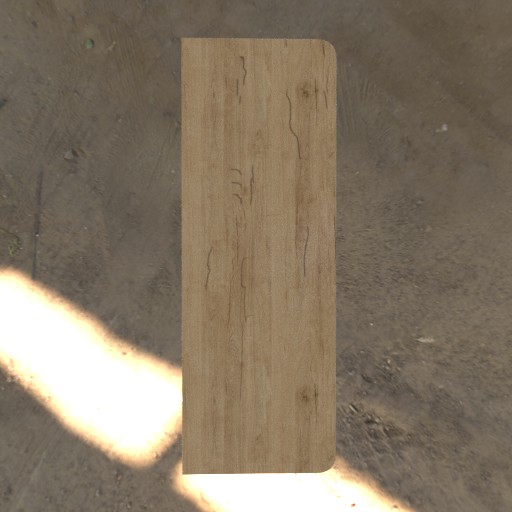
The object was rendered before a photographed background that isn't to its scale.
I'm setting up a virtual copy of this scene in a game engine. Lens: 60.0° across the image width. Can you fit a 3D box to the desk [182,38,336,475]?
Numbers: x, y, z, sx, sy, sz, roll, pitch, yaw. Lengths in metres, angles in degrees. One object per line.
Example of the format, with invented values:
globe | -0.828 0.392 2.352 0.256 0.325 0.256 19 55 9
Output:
desk | 0.000 0.000 1.500 0.390 0.760 1.100 0 90 -1
